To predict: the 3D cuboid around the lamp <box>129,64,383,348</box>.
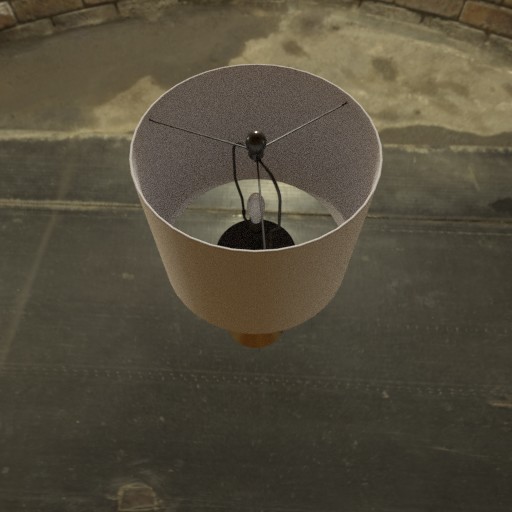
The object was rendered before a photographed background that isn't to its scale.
[{"bbox_3d":[0.000,0.000,0.767,0.304,0.573,0.304,-32,65,-17],"label":"lamp"}]
